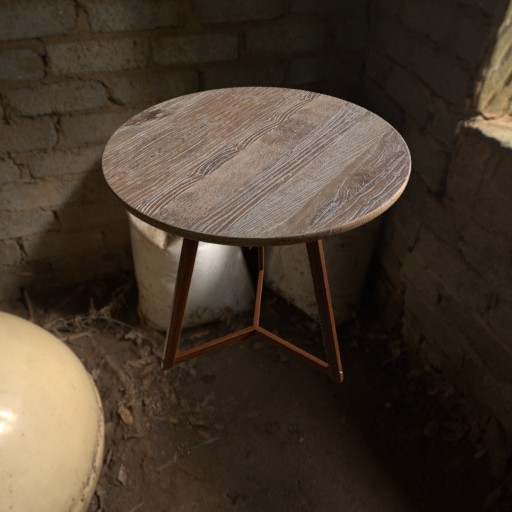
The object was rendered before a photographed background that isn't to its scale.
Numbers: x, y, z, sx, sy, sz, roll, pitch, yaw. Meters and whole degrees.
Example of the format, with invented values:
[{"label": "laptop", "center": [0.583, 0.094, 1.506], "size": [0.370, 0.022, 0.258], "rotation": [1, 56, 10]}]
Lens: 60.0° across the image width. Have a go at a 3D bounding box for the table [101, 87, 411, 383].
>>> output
[{"label": "table", "center": [0.000, 0.000, 0.902], "size": [0.500, 0.500, 0.500], "rotation": [0, 42, 0]}]
